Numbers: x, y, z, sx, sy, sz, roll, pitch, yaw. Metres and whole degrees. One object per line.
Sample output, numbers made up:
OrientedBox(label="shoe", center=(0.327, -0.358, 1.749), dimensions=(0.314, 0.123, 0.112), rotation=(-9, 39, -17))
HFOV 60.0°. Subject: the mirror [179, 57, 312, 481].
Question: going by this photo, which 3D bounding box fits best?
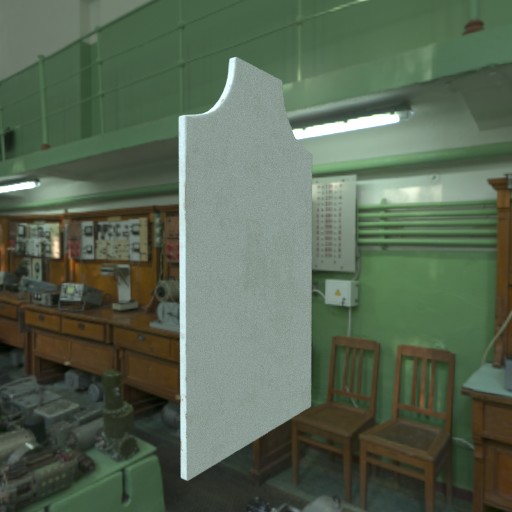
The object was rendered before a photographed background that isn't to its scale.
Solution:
OrientedBox(label="mirror", center=(0.000, 0.000, 0.871), dimensions=(0.022, 0.717, 0.403), rotation=(2, 3, 37))
